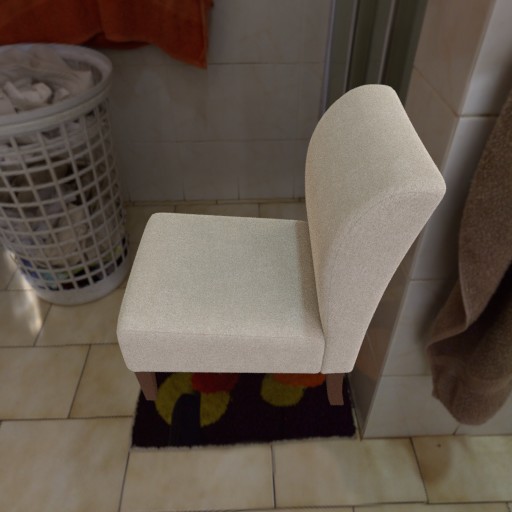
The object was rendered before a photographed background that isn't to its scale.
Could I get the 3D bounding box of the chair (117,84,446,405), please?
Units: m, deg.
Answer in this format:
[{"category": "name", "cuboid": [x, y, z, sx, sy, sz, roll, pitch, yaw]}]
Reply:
[{"category": "chair", "cuboid": [0.000, 0.000, 1.308, 0.754, 0.833, 0.521, 0, 42, 0]}]
